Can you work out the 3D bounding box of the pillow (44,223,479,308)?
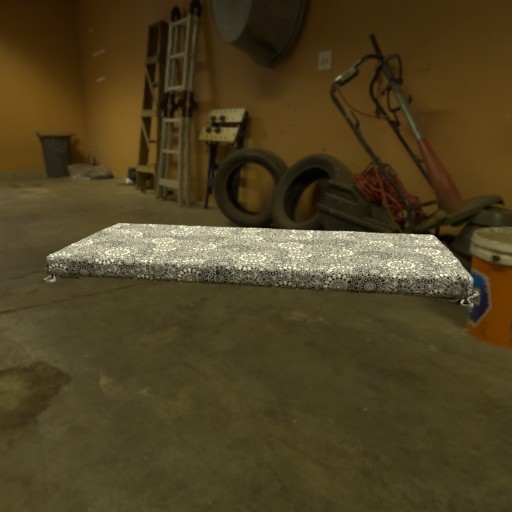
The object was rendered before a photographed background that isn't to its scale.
[{"bbox_3d":[0.000,0.000,1.360,1.187,0.081,0.492,3,17,9],"label":"pillow"}]
